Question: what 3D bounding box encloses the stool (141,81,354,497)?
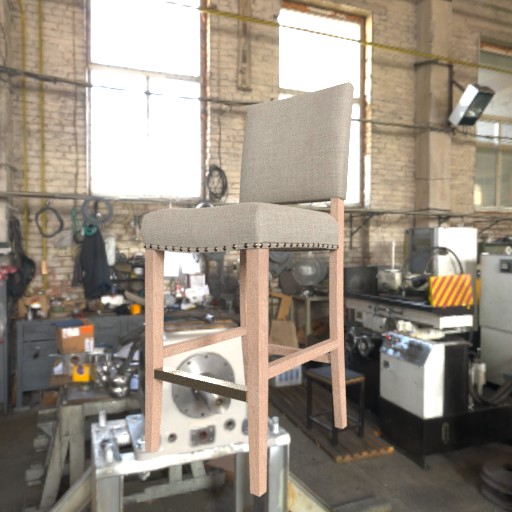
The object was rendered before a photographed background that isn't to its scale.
[{"bbox_3d":[0.000,0.000,1.432,0.445,1.173,0.585,1,1,36],"label":"stool"}]
